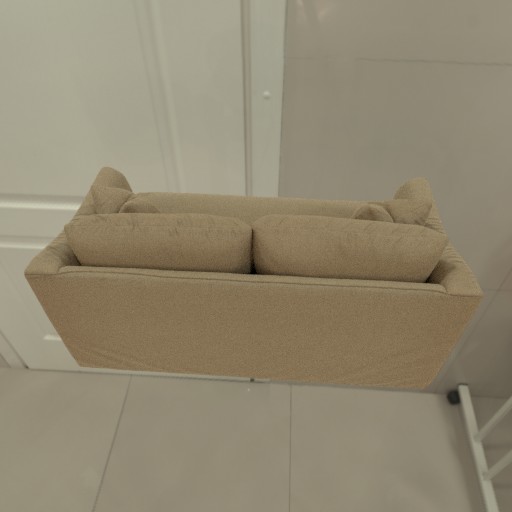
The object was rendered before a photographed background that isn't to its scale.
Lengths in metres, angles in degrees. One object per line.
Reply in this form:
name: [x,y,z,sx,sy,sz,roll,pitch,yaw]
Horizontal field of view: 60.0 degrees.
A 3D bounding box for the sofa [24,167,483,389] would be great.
sofa: [0.000,0.000,2.509,2.010,1.018,1.072,3,46,3]
